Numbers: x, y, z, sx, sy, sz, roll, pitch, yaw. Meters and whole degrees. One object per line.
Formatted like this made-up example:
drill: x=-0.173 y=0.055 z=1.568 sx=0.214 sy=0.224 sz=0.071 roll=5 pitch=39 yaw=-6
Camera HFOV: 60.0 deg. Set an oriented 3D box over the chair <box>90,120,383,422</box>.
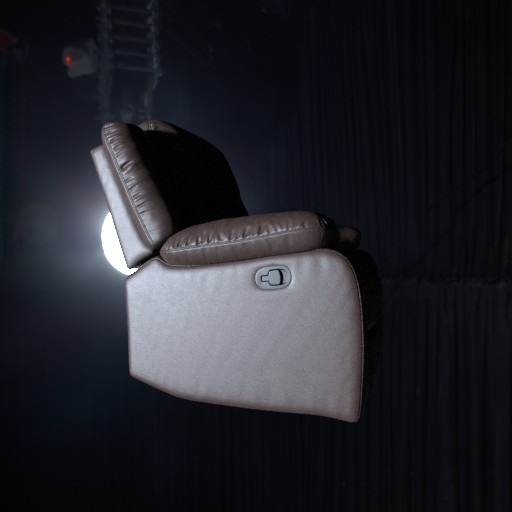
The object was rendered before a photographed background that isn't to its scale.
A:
chair: x=0.000 y=0.000 z=1.722 sx=0.934 sy=1.009 sz=0.899 roll=0 pitch=1 yaw=19
